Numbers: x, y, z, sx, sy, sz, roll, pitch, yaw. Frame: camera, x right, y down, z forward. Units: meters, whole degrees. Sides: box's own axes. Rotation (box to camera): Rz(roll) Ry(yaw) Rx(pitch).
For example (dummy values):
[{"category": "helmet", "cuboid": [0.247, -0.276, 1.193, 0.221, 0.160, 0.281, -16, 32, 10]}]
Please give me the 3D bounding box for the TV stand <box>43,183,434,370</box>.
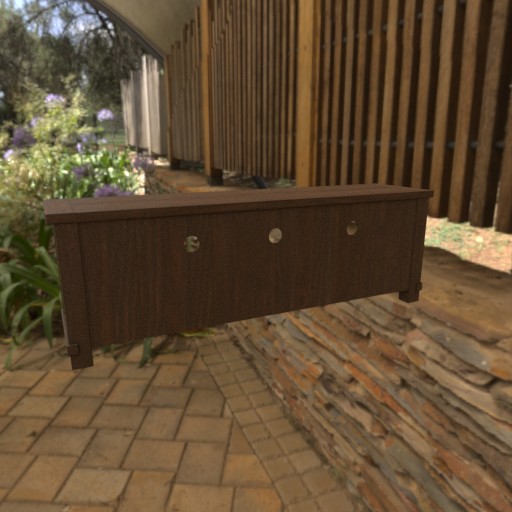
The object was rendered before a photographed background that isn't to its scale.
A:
[{"category": "TV stand", "cuboid": [0.000, 0.000, 2.223, 1.866, 0.615, 0.471, -7, 16, -25]}]
